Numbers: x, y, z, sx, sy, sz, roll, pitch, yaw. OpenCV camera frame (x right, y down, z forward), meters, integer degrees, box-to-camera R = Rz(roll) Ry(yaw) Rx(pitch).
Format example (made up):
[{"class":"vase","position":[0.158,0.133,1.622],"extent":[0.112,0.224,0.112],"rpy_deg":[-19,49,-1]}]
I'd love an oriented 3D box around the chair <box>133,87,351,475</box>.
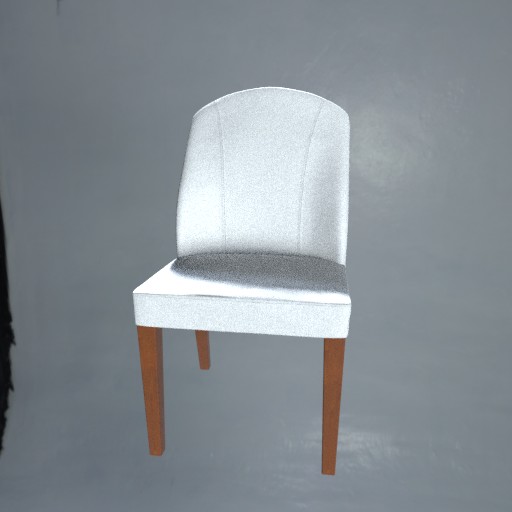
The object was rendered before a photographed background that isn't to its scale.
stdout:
[{"class":"chair","position":[0.000,0.000,1.162],"extent":[0.472,0.893,0.540],"rpy_deg":[2,14,9]}]
